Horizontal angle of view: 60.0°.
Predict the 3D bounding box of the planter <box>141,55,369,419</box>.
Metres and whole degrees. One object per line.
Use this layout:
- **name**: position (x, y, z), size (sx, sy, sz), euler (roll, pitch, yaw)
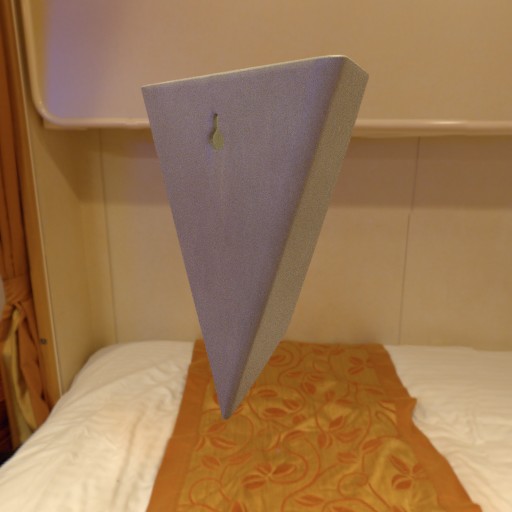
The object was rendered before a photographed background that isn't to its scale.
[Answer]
- **planter**: position (0.000, 0.000, 0.264), size (0.060, 0.197, 0.150), euler (-14, 20, -43)
